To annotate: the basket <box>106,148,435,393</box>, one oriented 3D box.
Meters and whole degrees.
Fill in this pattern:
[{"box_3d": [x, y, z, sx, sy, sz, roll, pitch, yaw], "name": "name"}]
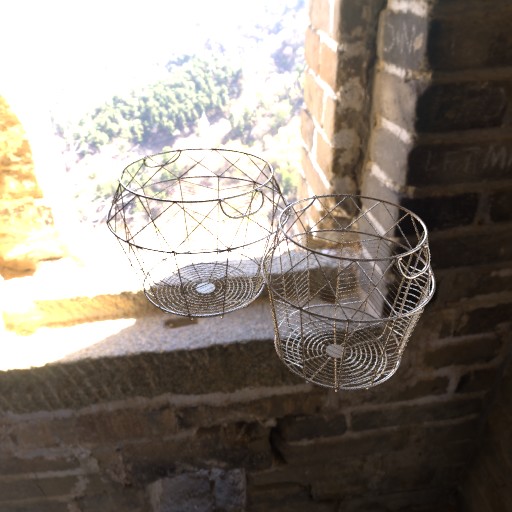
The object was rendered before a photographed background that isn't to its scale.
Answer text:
[{"box_3d": [0.000, 0.000, 1.049, 0.805, 0.343, 0.451, 22, 37, 32], "name": "basket"}]
